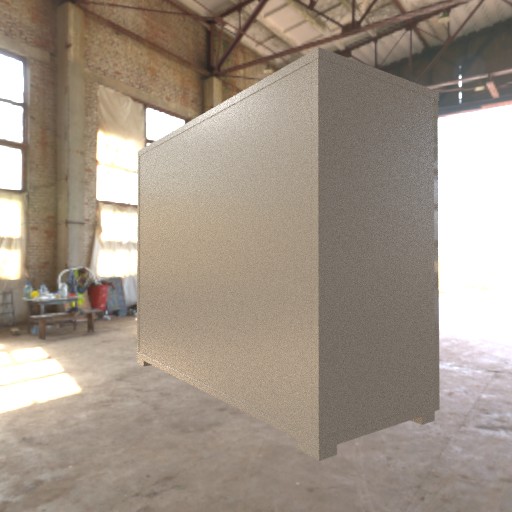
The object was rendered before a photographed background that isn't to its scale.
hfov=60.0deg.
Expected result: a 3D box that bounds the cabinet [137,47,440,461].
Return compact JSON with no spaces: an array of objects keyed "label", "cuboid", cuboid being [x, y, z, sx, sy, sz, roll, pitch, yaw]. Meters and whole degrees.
[{"label":"cabinet","cuboid":[0.000,0.000,1.380,0.400,0.800,1.000,0,-1,-35]}]
